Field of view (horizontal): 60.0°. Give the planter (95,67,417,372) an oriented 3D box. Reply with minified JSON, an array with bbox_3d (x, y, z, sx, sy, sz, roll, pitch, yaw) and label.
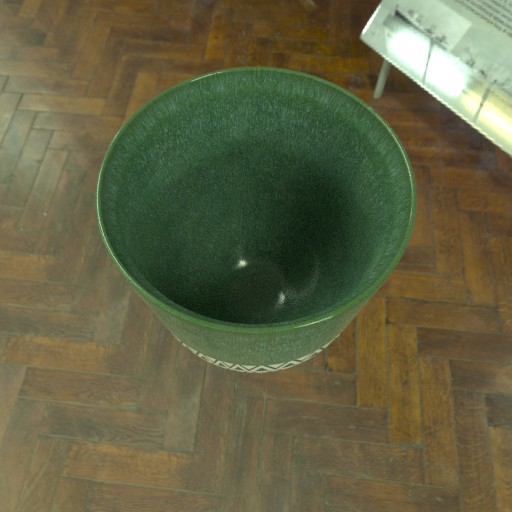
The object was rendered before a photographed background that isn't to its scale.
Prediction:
[{"bbox_3d":[0.000,0.000,0.367,0.195,0.214,0.195,0,64,0],"label":"planter"}]
